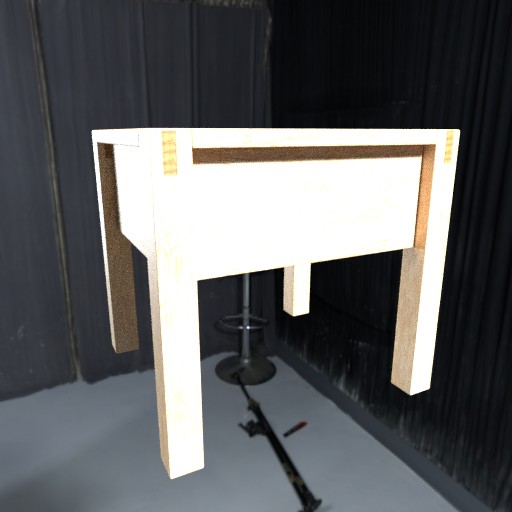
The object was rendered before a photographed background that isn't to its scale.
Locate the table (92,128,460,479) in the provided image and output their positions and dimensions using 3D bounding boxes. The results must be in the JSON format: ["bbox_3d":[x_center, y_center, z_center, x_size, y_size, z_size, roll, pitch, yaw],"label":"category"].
[{"bbox_3d":[0.000,0.000,0.823,0.480,0.450,0.440,-8,17,-26],"label":"table"}]
